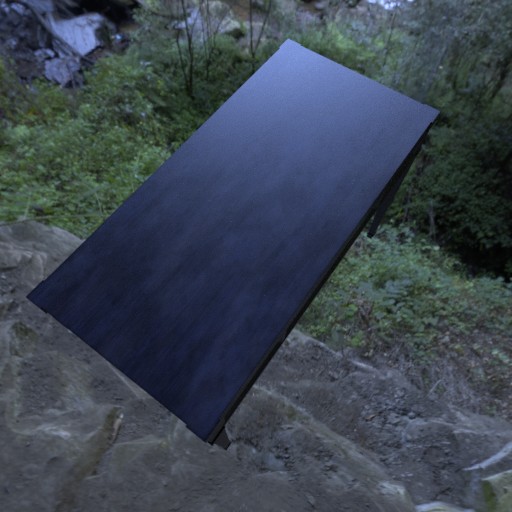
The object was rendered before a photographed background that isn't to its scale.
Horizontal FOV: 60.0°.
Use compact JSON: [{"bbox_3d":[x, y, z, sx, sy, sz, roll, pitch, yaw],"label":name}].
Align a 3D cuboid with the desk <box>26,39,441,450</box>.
[{"bbox_3d":[0.000,0.000,1.750,0.630,0.861,1.289,33,68,15],"label":"desk"}]
